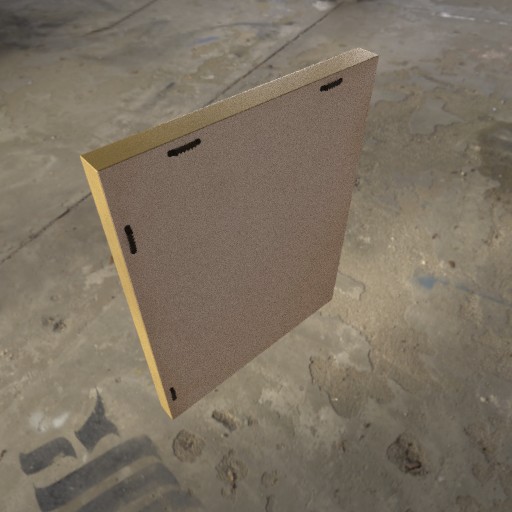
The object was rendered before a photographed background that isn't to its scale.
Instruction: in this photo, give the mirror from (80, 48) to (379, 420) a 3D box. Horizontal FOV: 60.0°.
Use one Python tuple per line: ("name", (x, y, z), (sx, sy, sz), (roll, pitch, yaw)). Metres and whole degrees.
("mirror", (0.000, 0.000, 0.680), (0.405, 0.508, 0.041), (-32, 53, -28))
